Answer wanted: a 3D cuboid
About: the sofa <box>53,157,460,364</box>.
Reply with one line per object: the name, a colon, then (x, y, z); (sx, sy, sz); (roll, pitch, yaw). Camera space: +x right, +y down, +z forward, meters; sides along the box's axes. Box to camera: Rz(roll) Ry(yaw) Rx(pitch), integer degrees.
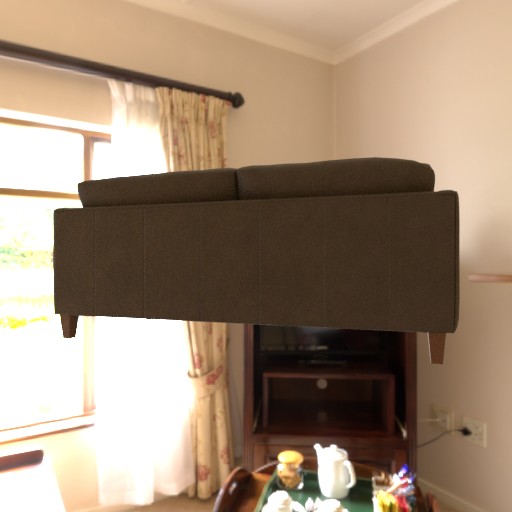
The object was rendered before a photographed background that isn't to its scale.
sofa: (0.000, 0.000, 2.447); (1.971, 0.863, 0.933); (0, -1, 19)
